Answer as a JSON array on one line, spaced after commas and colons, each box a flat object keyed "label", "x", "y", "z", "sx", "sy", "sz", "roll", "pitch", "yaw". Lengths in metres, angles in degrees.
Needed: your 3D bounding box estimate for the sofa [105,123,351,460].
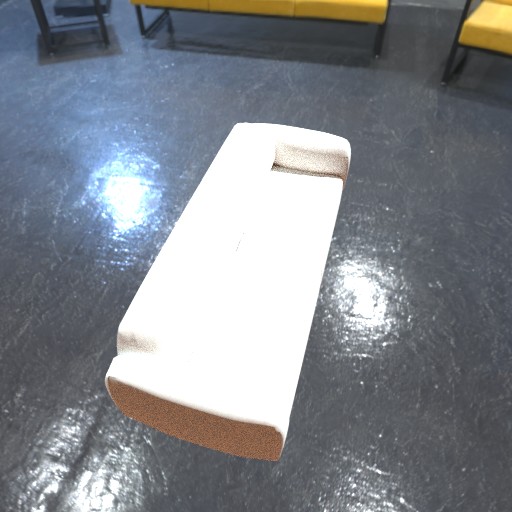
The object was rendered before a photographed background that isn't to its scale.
[{"label": "sofa", "x": 0.000, "y": 0.000, "z": 2.765, "sx": 0.870, "sy": 0.780, "sz": 2.280, "roll": 12, "pitch": 49, "yaw": 11}]
